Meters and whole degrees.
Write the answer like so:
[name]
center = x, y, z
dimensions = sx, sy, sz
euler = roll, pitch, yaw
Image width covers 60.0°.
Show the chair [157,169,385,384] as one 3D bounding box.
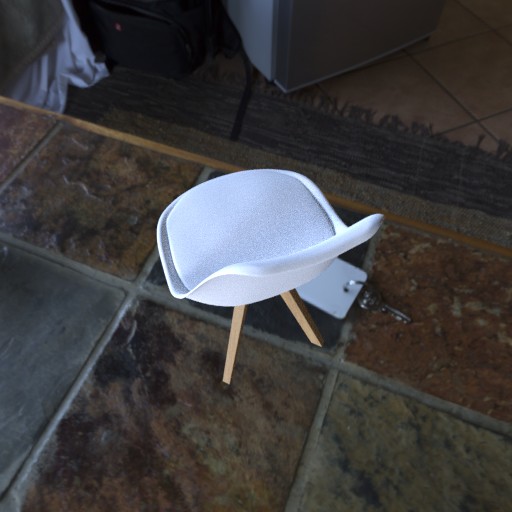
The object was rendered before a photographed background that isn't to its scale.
[chair]
center = 0.000, 0.000, 1.191
dimensions = 0.485, 0.849, 0.550
euler = -19, 61, -11
